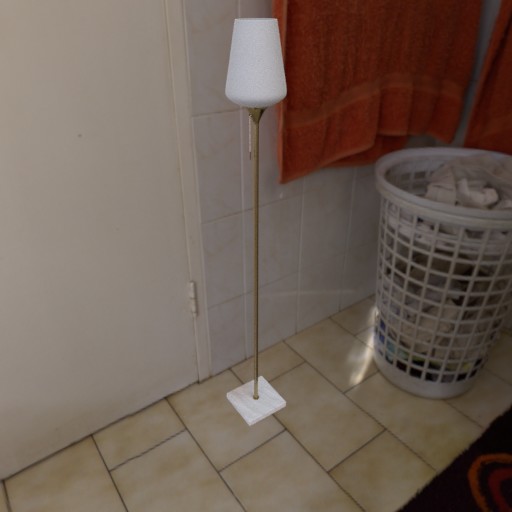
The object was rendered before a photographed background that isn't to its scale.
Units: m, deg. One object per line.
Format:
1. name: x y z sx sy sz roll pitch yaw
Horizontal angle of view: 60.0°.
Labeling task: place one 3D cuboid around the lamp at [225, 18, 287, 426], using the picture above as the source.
1. lamp: 0.000 0.000 1.923 0.232 1.813 0.229 -19 35 -29
